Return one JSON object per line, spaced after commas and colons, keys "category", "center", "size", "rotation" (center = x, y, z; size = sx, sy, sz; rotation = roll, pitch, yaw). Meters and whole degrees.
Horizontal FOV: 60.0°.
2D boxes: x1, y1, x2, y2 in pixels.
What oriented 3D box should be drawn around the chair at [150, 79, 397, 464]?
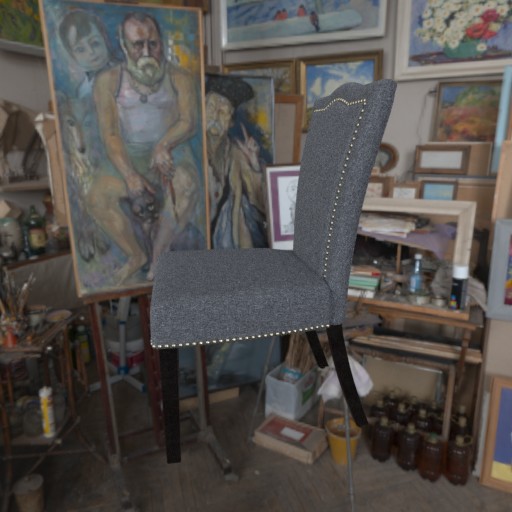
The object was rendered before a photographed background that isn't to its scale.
{"category": "chair", "center": [0.000, 0.000, 1.275], "size": [0.589, 0.946, 0.518], "rotation": [-3, 15, -10]}
